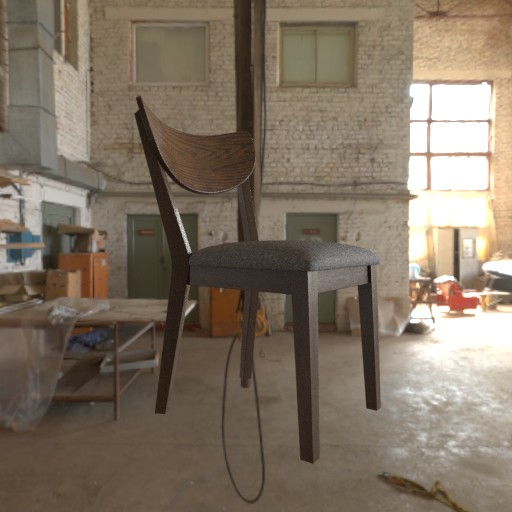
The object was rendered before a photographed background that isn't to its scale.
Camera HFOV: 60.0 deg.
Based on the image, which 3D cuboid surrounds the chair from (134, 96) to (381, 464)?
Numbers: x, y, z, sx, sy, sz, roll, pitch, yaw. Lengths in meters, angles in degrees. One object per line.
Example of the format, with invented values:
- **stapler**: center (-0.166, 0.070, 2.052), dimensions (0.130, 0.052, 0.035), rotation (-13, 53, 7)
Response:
- **chair**: center (0.000, 0.000, 1.241), dimensions (0.583, 0.849, 0.491), rotation (1, 2, 36)
